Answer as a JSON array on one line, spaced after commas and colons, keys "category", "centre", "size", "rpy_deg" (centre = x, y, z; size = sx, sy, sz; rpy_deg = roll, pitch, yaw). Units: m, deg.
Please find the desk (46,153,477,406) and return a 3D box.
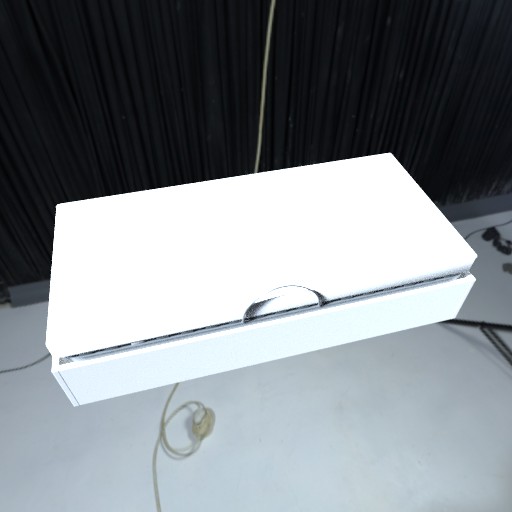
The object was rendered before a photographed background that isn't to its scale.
[{"category": "desk", "centre": [0.000, 0.000, 2.244], "size": [1.900, 0.526, 0.900], "rpy_deg": [-11, 47, -10]}]
